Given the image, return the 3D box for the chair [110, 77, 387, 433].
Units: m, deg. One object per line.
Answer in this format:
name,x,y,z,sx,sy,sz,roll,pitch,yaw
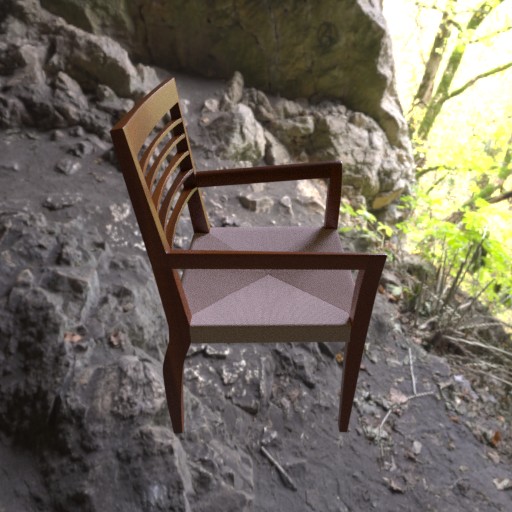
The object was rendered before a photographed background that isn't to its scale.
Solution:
chair,0.000,0.000,1.243,0.540,0.855,0.587,0,31,0
